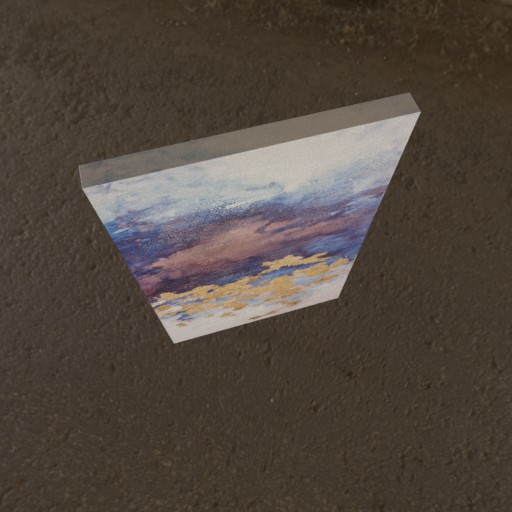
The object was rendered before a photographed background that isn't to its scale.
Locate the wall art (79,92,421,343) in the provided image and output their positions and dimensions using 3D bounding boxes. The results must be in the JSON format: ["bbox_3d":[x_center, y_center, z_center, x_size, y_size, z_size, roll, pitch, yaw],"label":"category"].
[{"bbox_3d":[0.000,0.000,1.132,0.583,0.874,0.048,-15,64,-7],"label":"wall art"}]
